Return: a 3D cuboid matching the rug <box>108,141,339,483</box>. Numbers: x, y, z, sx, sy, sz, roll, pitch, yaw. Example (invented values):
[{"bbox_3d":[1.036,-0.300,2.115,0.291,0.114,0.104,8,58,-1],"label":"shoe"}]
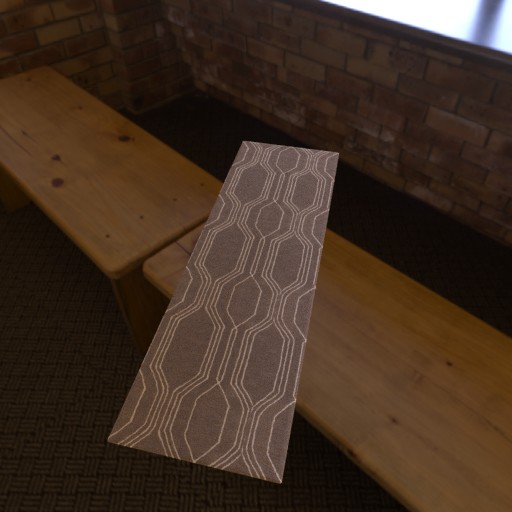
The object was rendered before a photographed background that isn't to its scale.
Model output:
[{"bbox_3d":[0.000,0.000,2.702,0.773,0.012,2.464,9,47,9],"label":"rug"}]
